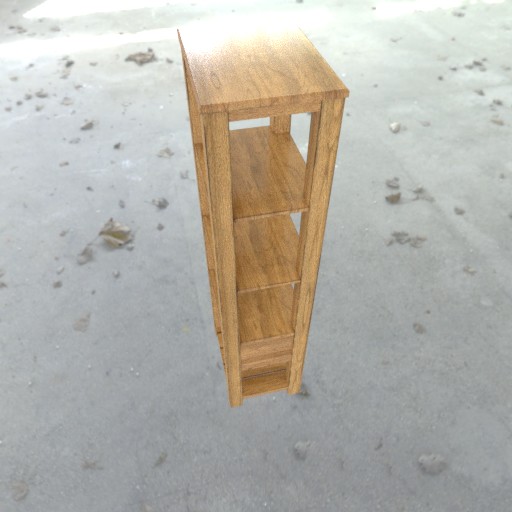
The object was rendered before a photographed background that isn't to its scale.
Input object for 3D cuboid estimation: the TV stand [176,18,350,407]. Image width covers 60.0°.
[{"bbox_3d":[0.000,0.000,2.043,0.435,1.828,0.565,-10,48,-9],"label":"TV stand"}]
